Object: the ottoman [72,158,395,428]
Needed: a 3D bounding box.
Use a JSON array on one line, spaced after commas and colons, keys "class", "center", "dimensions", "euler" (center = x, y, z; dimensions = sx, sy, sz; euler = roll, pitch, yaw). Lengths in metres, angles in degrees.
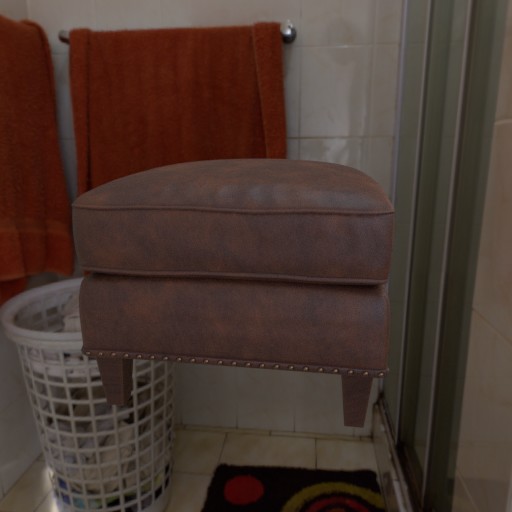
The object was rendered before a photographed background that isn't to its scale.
[{"class": "ottoman", "center": [0.000, 0.000, 1.135], "dimensions": [0.586, 0.486, 0.742], "euler": [2, 14, 9]}]
